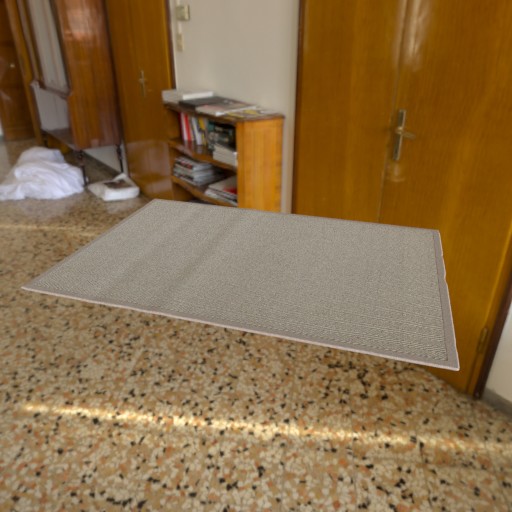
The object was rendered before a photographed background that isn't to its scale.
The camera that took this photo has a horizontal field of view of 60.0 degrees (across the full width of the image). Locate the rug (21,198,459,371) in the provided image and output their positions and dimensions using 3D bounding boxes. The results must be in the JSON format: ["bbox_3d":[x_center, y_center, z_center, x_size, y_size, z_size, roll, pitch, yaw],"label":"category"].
[{"bbox_3d":[0.000,0.000,2.840,2.290,0.021,1.540,8,28,15],"label":"rug"}]
